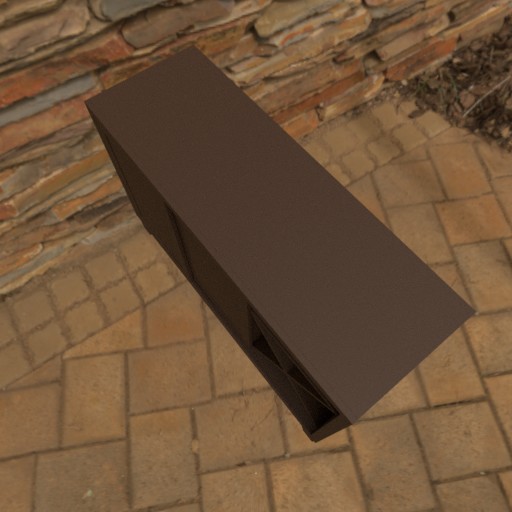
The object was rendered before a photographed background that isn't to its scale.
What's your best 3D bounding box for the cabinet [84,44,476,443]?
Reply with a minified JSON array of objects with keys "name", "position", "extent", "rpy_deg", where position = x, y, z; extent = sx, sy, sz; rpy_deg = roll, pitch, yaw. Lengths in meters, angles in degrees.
[{"name":"cabinet","position":[0.000,0.000,1.835],"extent":[0.482,0.914,1.396],"rpy_deg":[-35,69,-16]}]
